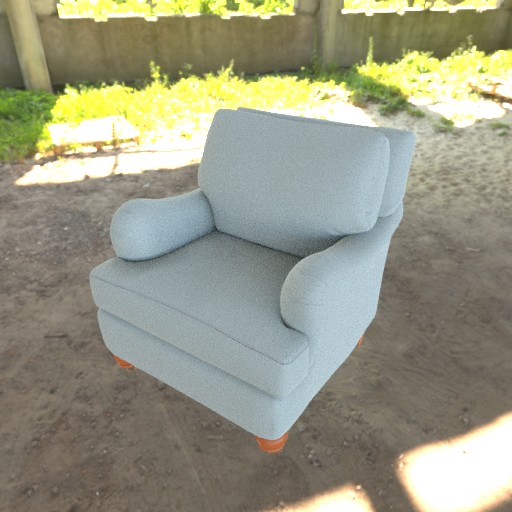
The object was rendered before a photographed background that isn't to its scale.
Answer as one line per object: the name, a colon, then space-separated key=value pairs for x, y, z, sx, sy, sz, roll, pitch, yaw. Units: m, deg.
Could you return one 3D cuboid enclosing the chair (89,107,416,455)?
chair: x=0.000 y=0.000 z=1.866 sx=0.955 sy=1.038 sz=1.070 roll=19 pitch=35 yaw=29
